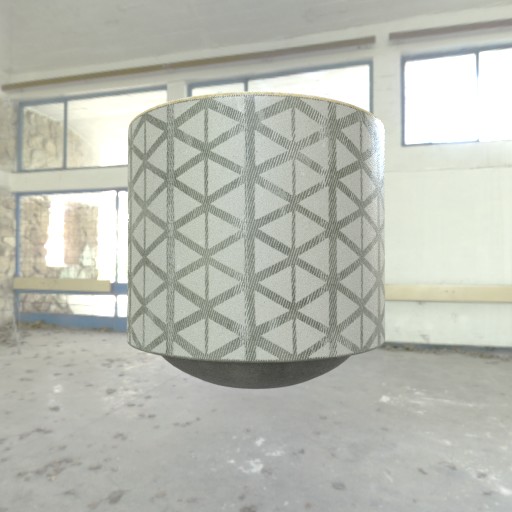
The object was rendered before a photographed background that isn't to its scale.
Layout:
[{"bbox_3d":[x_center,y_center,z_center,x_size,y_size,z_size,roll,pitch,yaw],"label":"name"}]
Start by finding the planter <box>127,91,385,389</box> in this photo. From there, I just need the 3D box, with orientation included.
[{"bbox_3d":[0.000,0.000,0.449,0.250,0.239,0.250,0,-1,0],"label":"planter"}]
